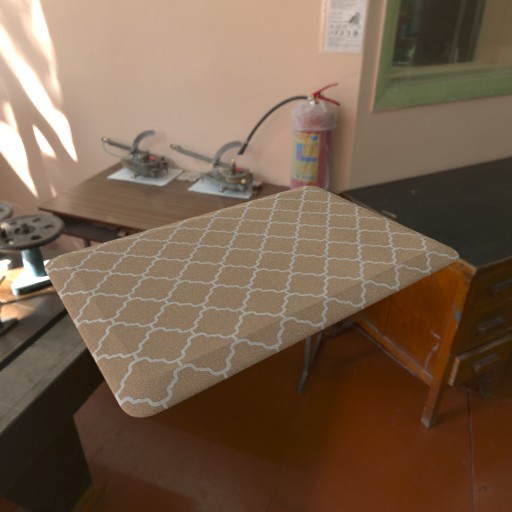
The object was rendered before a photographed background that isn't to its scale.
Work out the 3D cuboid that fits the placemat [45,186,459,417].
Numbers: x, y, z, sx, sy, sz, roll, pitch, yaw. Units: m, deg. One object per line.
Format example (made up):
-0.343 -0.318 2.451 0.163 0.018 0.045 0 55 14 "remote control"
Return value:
0.000 0.000 0.948 0.762 0.021 0.508 -20 36 -30 "placemat"
